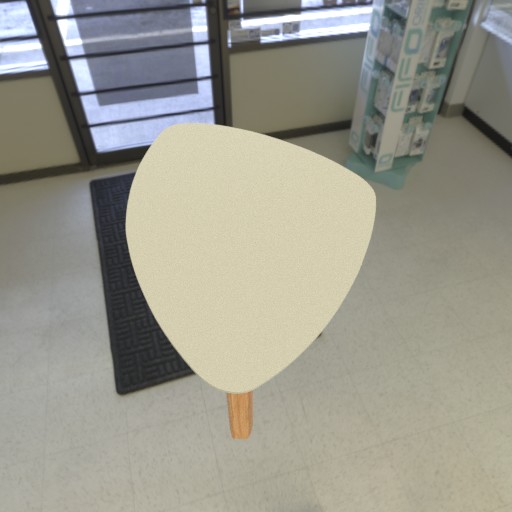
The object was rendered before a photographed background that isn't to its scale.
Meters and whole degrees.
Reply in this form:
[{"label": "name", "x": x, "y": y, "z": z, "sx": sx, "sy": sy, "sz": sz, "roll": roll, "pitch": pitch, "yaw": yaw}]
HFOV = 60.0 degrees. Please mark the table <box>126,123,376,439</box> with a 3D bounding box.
[{"label": "table", "x": 0.000, "y": 0.000, "z": 1.633, "sx": 0.850, "sy": 0.440, "sz": 1.250, "roll": -10, "pitch": 47, "yaw": -9}]
